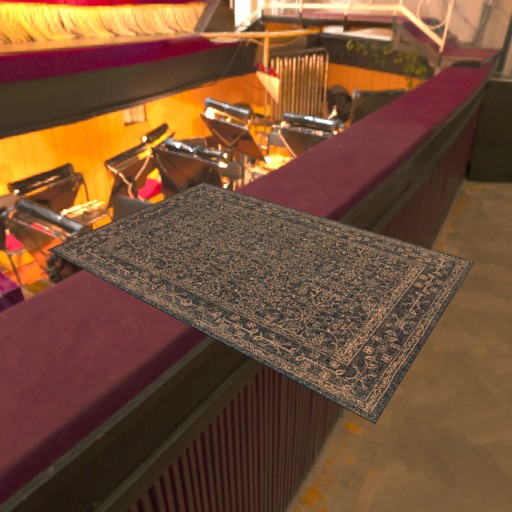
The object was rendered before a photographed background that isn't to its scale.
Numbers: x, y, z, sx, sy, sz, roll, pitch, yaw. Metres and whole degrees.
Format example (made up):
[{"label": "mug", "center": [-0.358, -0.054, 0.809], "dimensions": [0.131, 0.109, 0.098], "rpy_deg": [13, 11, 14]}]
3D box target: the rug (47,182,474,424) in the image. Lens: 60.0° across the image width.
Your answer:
[{"label": "rug", "center": [0.000, 0.000, 2.254], "dimensions": [1.819, 0.005, 1.200], "rpy_deg": [21, 36, 31]}]
